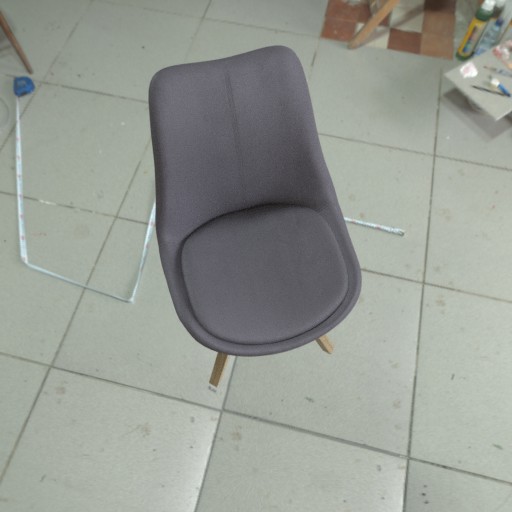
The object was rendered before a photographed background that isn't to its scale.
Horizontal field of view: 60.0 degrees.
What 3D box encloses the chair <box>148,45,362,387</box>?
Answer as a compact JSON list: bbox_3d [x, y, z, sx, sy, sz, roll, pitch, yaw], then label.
[{"bbox_3d":[0.000,0.000,1.193,0.483,0.865,0.547,-14,65,-7],"label":"chair"}]
